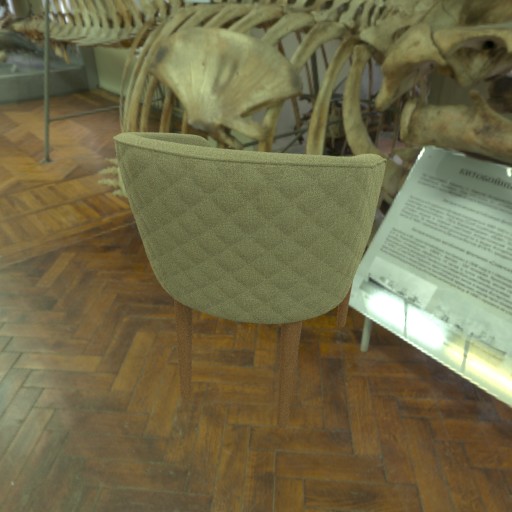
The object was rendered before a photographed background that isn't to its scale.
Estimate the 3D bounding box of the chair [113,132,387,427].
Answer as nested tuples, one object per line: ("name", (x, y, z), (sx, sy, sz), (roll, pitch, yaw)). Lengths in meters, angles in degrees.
("chair", (0.000, 0.000, 1.209), (0.584, 0.775, 0.616), (10, 33, 16))
